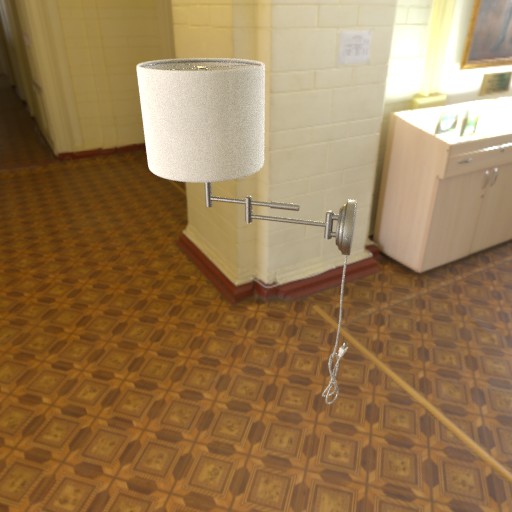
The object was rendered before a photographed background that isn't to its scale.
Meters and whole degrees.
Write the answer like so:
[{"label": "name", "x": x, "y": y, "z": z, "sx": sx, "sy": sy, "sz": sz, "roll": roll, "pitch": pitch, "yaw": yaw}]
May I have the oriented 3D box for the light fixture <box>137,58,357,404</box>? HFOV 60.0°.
[{"label": "light fixture", "x": 0.000, "y": 0.000, "z": 1.060, "sx": 0.479, "sy": 0.842, "sz": 0.253, "roll": 8, "pitch": 30, "yaw": 14}]
